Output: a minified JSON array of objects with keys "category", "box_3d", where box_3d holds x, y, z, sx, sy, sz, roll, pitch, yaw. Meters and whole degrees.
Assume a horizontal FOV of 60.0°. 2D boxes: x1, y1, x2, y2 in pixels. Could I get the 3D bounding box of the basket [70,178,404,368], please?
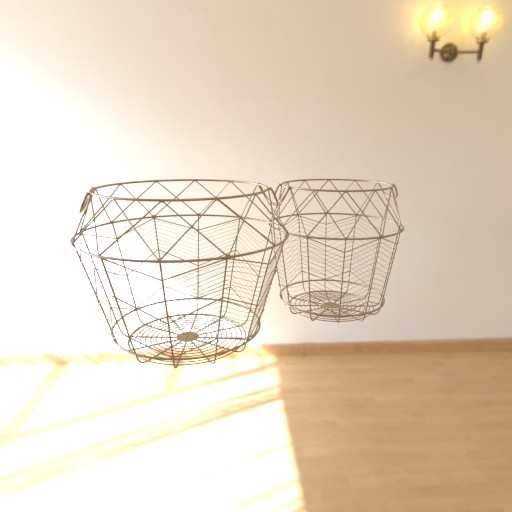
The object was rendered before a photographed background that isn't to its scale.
[{"category":"basket","box_3d":[0.000,0.000,1.050,0.805,0.343,0.451,-8,17,-28]}]
